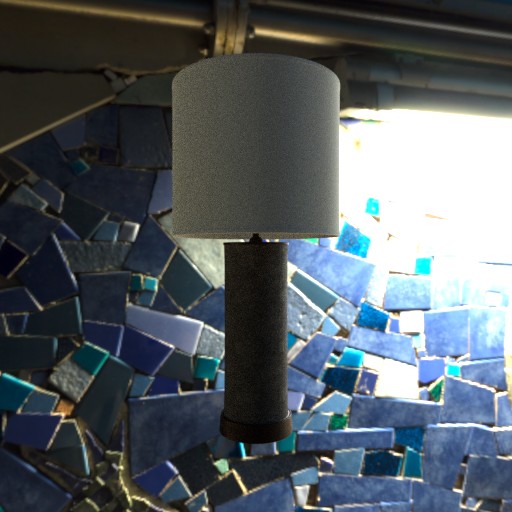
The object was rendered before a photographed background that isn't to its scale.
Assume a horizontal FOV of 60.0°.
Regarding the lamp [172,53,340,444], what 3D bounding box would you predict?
[{"bbox_3d":[0.000,0.000,0.807,0.301,0.630,0.301,0,0,0],"label":"lamp"}]
